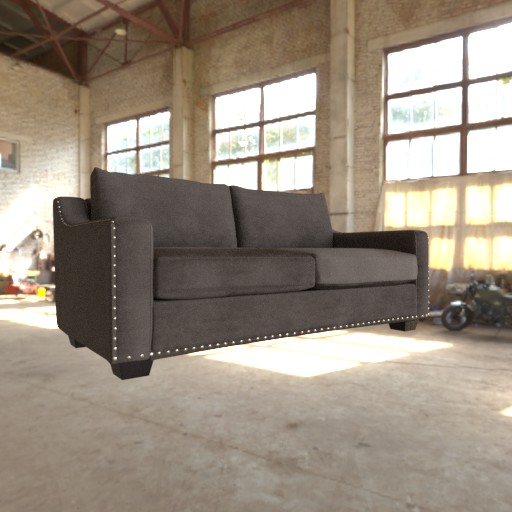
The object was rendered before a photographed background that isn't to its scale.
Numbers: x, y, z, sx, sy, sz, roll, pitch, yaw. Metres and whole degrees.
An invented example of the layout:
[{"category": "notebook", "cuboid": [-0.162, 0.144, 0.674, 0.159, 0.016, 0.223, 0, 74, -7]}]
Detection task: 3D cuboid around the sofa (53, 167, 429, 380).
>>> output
[{"category": "sofa", "cuboid": [0.000, 0.000, 3.304, 2.550, 1.196, 1.336, 0, 1, -36]}]
